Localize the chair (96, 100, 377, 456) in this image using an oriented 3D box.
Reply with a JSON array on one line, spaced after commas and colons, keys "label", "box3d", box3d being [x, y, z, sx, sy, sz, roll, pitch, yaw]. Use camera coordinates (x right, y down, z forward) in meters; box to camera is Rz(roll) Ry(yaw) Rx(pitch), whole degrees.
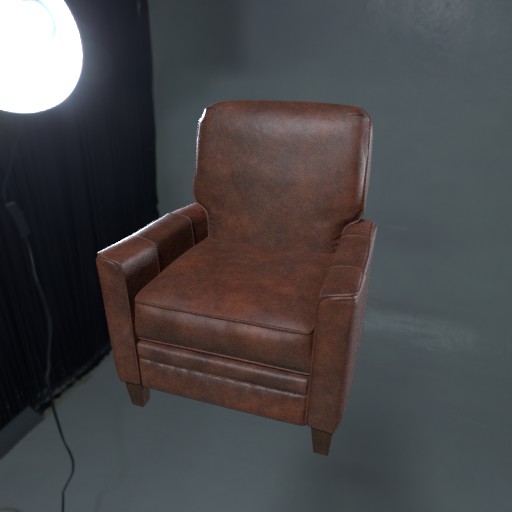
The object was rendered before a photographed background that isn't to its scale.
[{"label": "chair", "box3d": [0.000, 0.000, 1.676, 0.843, 1.043, 0.836, 8, 26, 17]}]
